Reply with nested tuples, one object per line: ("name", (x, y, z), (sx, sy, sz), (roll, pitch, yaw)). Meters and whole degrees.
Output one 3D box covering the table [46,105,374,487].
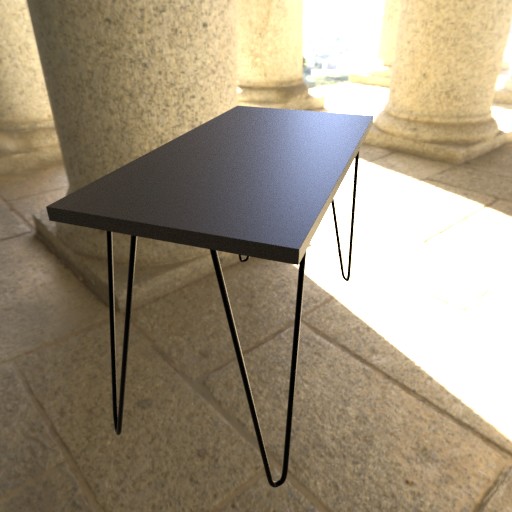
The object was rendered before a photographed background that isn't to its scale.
("table", (0.000, 0.000, 1.342), (0.499, 0.660, 0.991), (10, 32, 17))
